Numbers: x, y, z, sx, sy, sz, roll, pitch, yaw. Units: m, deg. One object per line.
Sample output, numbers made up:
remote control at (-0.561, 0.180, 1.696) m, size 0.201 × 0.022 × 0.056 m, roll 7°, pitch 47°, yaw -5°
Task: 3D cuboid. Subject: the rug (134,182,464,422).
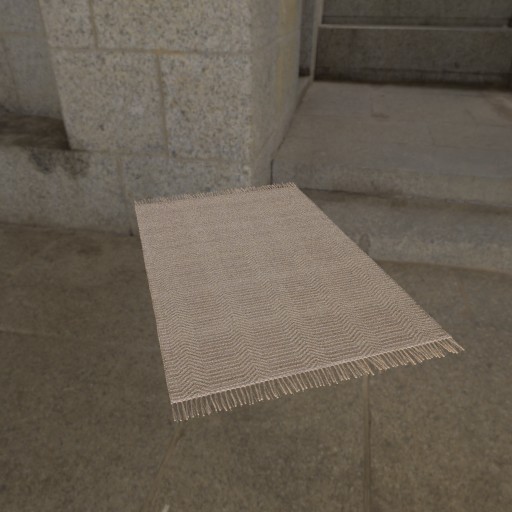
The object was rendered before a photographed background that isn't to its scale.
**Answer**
rug at (0.000, 0.000, 3.155) m, size 1.528 × 0.034 × 2.523 m, roll -9°, pitch 32°, yaw -15°
